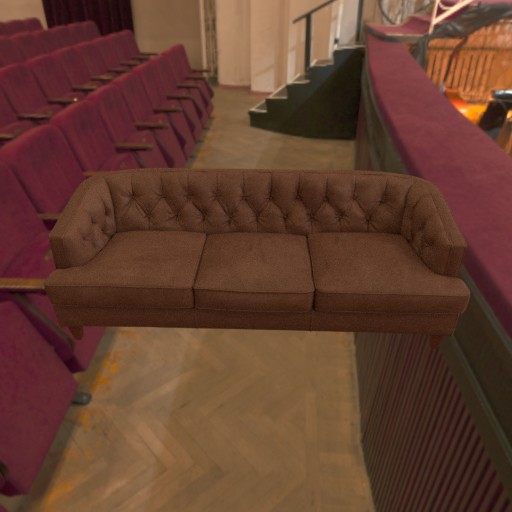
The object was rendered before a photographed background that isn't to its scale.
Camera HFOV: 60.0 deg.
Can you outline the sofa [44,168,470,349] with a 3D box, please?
[{"bbox_3d":[0.000,0.000,2.668,2.227,0.787,0.927,1,31,2],"label":"sofa"}]
